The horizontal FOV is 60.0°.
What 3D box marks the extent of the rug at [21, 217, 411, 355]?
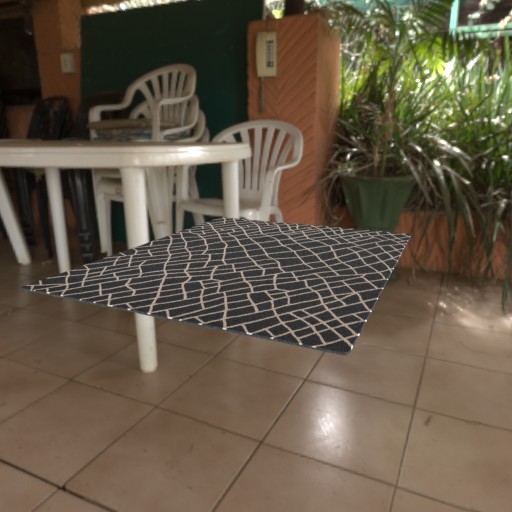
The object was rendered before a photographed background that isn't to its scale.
[{"bbox_3d":[0.000,0.000,4.107,2.439,0.022,3.047,7,17,23],"label":"rug"}]
